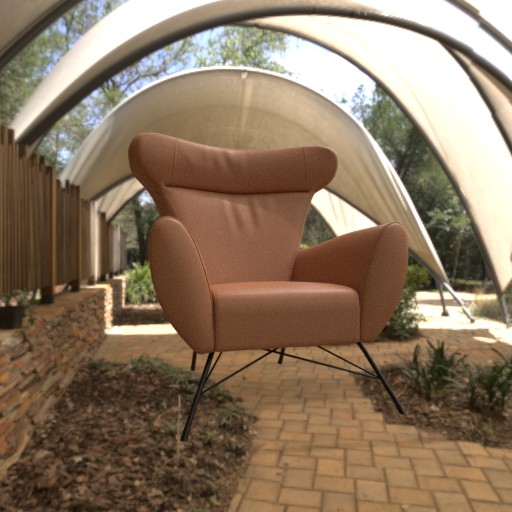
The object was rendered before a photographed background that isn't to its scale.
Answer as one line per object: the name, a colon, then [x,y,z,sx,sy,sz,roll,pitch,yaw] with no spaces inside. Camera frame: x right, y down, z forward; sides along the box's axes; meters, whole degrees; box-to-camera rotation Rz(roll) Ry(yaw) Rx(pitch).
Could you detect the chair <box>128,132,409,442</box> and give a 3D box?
chair: [0.000,0.000,1.785,0.980,1.050,0.900,0,0,-17]
